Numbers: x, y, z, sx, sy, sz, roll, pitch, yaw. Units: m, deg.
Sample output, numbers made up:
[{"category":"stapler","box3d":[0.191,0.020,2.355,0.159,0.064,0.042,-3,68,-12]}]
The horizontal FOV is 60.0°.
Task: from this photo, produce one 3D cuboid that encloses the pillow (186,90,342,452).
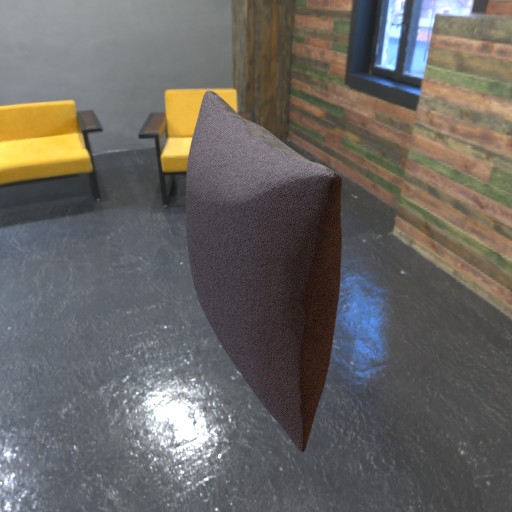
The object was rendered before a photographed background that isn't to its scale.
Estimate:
[{"category":"pillow","box3d":[0.000,0.000,0.714,0.204,0.439,0.452,-11,33,-17]}]
